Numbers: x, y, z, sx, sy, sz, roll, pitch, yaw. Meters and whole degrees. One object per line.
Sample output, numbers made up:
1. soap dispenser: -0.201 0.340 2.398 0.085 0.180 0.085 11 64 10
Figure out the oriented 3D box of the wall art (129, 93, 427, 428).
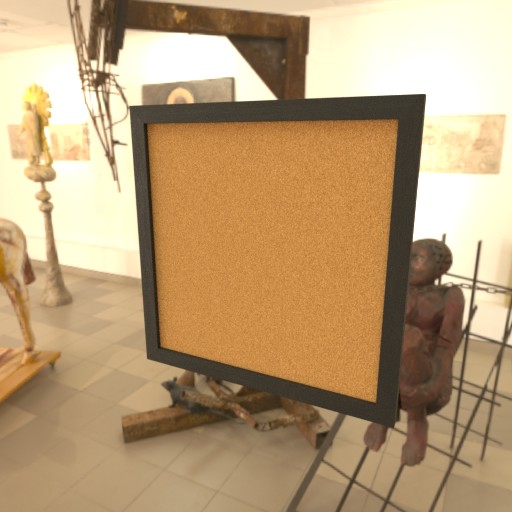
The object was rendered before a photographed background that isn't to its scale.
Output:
1. wall art: 0.000 0.000 1.535 1.016 1.016 0.038 7 17 26
